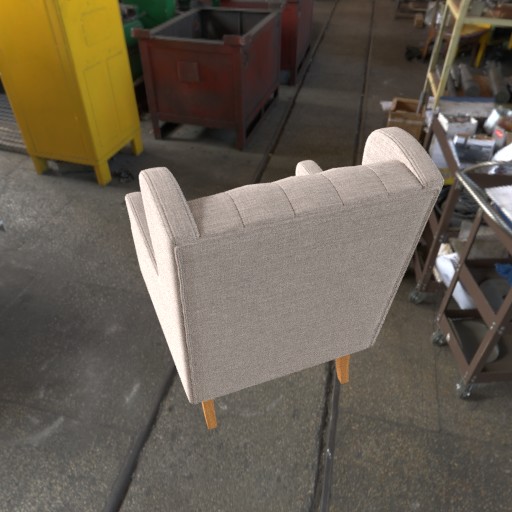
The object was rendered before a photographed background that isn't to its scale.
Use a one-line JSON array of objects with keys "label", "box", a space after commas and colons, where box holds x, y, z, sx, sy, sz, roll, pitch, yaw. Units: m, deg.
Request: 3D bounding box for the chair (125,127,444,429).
[{"label": "chair", "box": [0.000, 0.000, 1.438, 0.710, 0.930, 0.760, -14, 42, -16]}]
